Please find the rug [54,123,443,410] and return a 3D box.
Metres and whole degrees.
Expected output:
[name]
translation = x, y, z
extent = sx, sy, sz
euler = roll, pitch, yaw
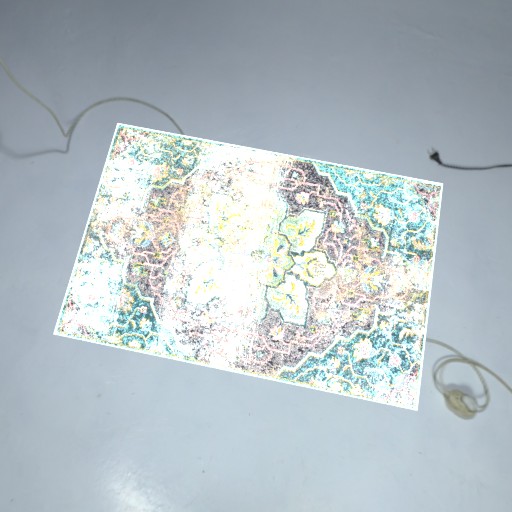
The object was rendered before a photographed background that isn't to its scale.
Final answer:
[rug]
translation = 0.000, 0.000, 2.955
extent = 2.363, 0.004, 1.566
euler = 12, 77, 3
